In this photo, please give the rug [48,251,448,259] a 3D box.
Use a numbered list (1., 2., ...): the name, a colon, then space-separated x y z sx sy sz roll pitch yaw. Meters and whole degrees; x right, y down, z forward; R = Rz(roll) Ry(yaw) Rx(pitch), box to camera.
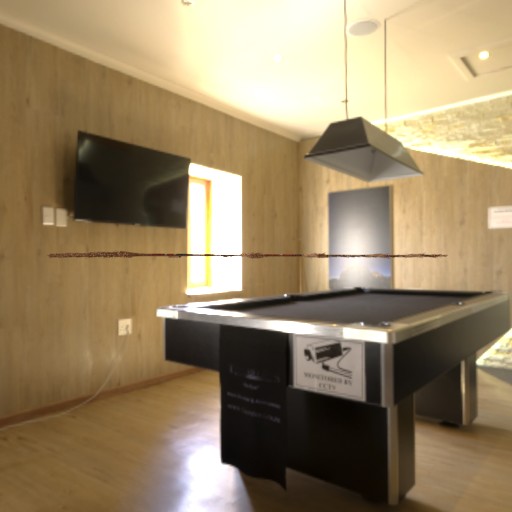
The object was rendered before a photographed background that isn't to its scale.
1. rug: 0.000 0.000 2.574 2.025 0.040 1.469 0 0 -37
